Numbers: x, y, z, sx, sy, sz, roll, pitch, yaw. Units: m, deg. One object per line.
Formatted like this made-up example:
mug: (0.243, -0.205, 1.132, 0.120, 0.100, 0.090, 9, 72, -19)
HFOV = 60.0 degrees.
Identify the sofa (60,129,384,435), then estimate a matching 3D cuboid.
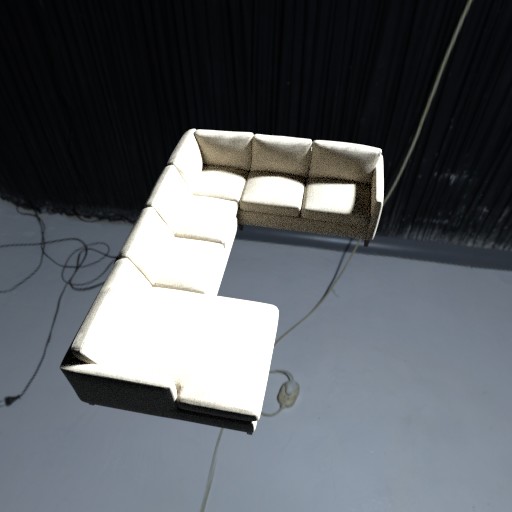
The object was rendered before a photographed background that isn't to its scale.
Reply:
sofa: (0.000, 0.000, 4.664, 2.593, 0.959, 3.460, 8, 48, 7)
